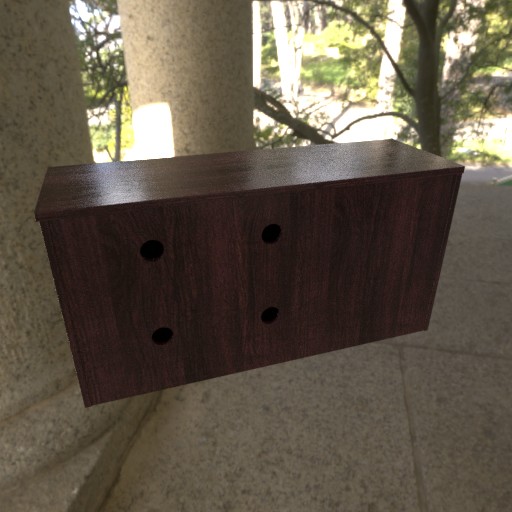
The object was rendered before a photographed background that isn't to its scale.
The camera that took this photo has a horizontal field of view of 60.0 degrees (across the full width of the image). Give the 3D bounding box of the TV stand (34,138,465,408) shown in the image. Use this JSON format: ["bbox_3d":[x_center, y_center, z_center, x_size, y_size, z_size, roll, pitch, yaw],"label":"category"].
[{"bbox_3d":[0.000,0.000,1.479,1.192,0.614,0.404,-9,29,-16],"label":"TV stand"}]
